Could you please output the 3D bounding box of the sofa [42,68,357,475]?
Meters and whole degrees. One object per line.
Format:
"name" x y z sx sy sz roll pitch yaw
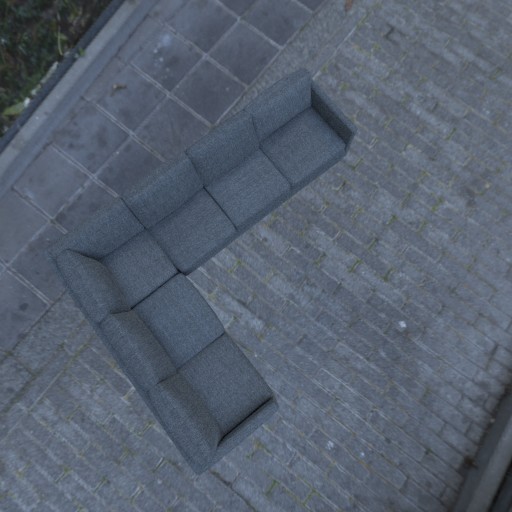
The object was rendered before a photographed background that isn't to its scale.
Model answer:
"sofa" 0.000 0.000 4.496 3.302 0.947 2.593 -38 80 -8
